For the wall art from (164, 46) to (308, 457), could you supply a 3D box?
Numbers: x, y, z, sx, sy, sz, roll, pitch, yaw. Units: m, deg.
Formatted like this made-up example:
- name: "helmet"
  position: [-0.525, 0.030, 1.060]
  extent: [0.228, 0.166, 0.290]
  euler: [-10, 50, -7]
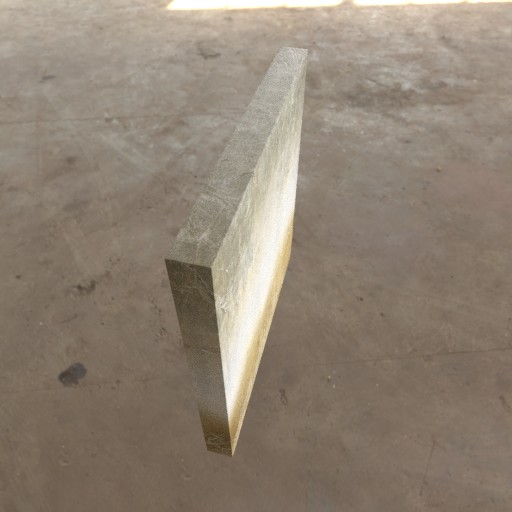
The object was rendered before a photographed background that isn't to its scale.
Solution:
- name: "wall art"
  position: [0.000, 0.000, 0.616]
  extent: [0.038, 0.407, 0.405]
  euler: [11, 48, 10]
